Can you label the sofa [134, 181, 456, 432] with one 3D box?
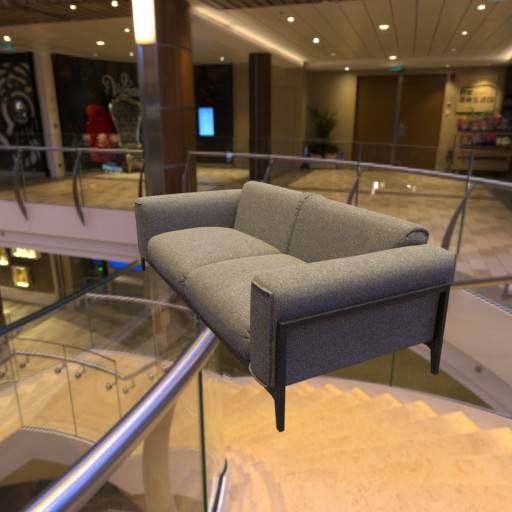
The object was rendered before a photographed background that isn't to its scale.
[{"bbox_3d":[0.000,0.000,2.691,0.985,0.703,2.125,-9,20,-26],"label":"sofa"}]
